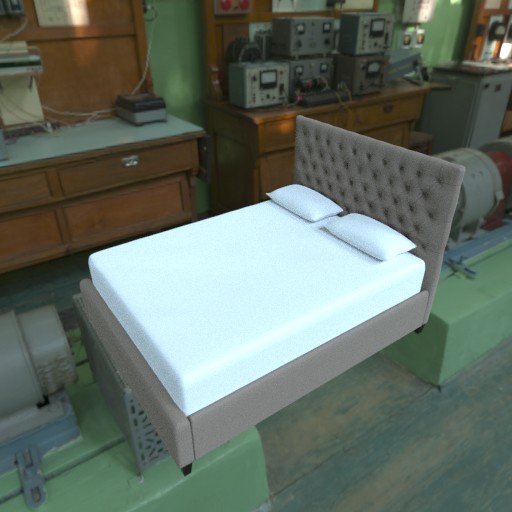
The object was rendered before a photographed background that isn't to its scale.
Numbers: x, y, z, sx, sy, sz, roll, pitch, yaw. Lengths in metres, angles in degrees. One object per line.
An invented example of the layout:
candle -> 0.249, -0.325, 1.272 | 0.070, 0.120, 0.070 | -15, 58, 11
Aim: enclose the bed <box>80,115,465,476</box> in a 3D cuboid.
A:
bed -> 0.000, 0.000, 3.299 | 2.233, 1.426, 1.696 | -20, 37, -30
